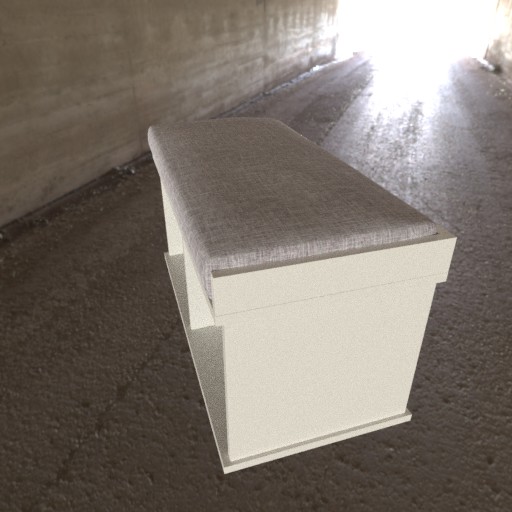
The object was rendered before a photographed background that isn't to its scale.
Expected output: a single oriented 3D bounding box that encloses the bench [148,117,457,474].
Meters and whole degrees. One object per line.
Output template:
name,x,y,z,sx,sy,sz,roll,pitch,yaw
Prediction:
bench,0.000,0.000,0.980,0.362,0.461,0.734,-9,31,-15
